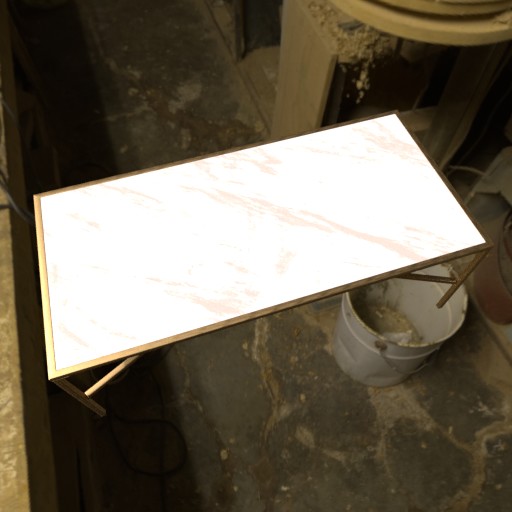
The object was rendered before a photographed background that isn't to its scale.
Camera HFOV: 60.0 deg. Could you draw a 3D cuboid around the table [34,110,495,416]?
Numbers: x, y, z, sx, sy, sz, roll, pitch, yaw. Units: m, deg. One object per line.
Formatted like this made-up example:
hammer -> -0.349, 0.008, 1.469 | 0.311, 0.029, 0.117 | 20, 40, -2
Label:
table -> 0.000, 0.000, 1.437 | 1.197, 0.405, 0.577 | -16, 60, -9
